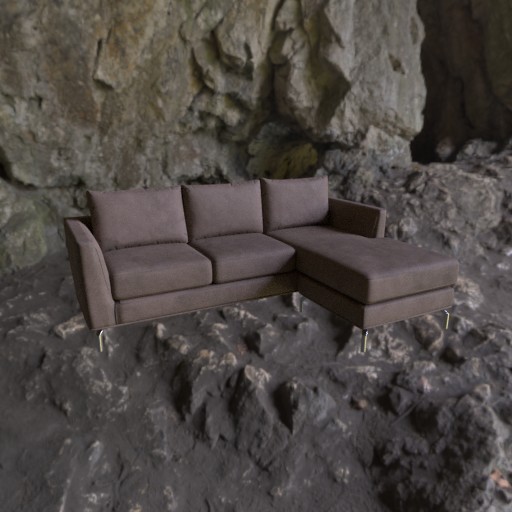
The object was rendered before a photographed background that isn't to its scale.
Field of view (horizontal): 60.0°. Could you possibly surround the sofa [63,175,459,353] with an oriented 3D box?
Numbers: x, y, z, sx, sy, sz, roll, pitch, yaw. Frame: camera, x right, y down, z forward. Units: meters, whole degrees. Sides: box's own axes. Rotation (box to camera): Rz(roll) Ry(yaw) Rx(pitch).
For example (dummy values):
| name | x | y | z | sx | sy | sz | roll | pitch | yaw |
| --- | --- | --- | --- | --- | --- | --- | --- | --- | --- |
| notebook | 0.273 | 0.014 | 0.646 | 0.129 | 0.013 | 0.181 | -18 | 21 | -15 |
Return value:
| name | x | y | z | sx | sy | sz | roll | pitch | yaw |
| --- | --- | --- | --- | --- | --- | --- | --- | --- | --- |
| sofa | 0.000 | 0.000 | 3.249 | 2.438 | 0.987 | 1.622 | -8 | 18 | -26 |
